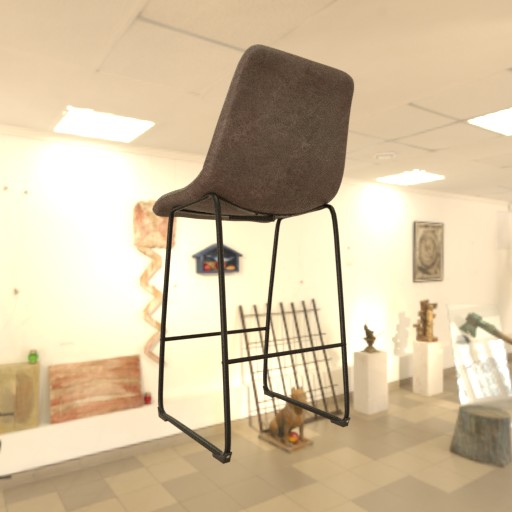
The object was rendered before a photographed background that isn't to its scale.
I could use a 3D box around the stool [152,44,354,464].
[{"bbox_3d":[0.000,0.000,1.431,0.514,1.082,0.561,0,-1,-35],"label":"stool"}]
